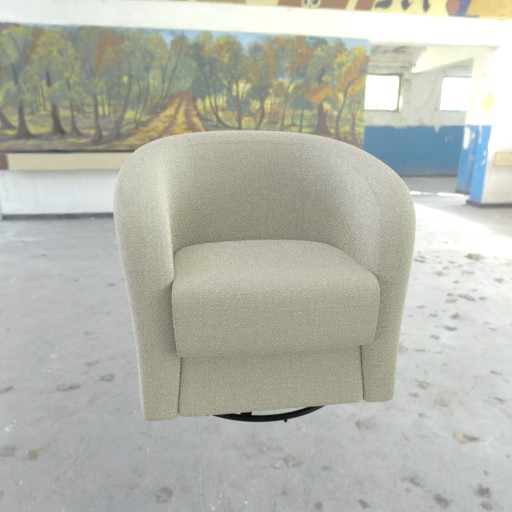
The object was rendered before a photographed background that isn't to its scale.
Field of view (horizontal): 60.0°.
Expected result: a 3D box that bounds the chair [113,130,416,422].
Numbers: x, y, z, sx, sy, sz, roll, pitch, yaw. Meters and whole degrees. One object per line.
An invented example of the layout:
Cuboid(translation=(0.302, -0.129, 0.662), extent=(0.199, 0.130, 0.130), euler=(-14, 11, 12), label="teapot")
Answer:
Cuboid(translation=(0.000, 0.000, 1.427), extent=(0.791, 0.771, 0.815), euler=(-2, 17, -8), label="chair")
